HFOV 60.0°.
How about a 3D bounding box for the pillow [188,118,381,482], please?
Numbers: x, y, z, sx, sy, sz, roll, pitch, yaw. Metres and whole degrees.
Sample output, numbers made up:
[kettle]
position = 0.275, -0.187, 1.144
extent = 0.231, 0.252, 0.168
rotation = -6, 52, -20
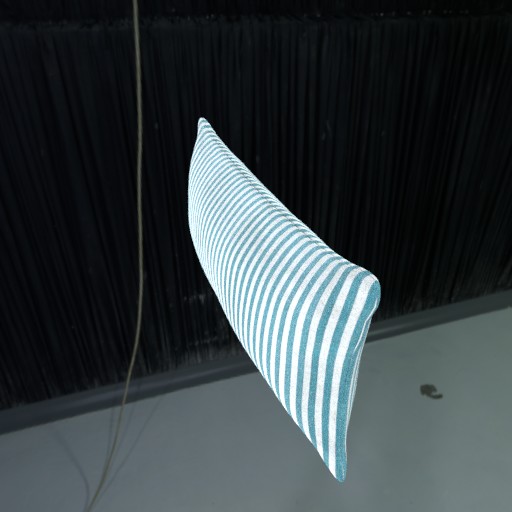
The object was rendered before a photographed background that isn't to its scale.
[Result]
[pillow]
position = 0.000, 0.000, 0.707
extent = 0.151, 0.295, 0.617
rotation = -11, 33, -17
